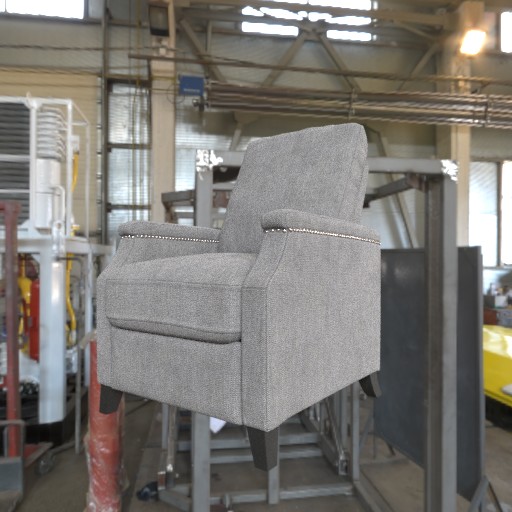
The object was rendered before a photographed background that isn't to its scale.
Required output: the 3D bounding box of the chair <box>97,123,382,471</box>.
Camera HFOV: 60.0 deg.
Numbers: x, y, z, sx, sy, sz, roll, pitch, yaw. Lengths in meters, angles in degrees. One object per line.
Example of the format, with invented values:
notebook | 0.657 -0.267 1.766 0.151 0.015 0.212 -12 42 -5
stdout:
chair | 0.000 0.000 1.609 0.710 1.049 0.922 0 0 37
